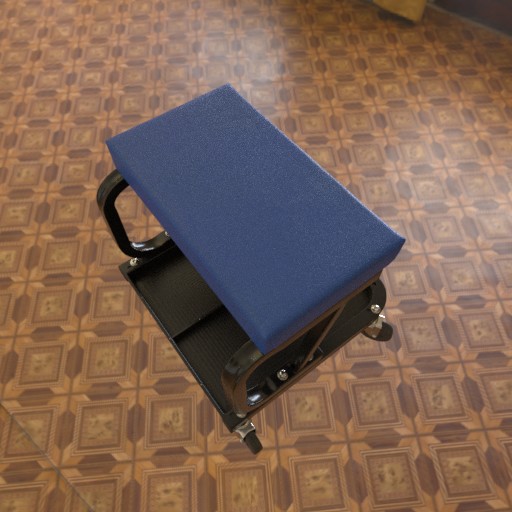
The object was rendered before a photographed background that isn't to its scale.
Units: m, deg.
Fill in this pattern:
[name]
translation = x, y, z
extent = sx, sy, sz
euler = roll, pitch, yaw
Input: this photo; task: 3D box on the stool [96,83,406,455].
[stool]
translation = 0.000, 0.000, 0.732
extent = 0.371, 0.380, 0.446
euler = -32, 63, -19
